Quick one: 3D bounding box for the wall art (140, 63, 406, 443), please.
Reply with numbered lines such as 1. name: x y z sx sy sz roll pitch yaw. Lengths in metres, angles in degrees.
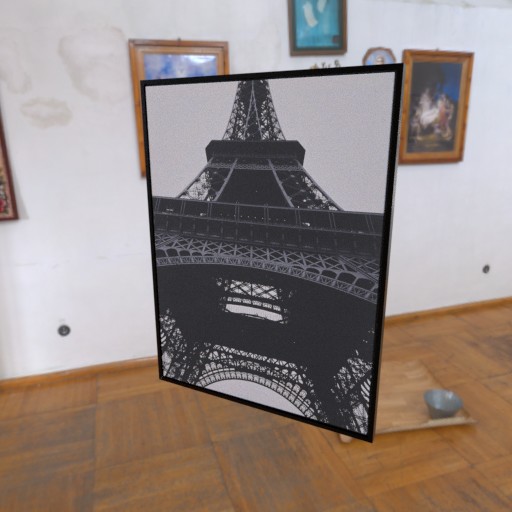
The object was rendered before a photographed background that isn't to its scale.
1. wall art: 0.000 0.000 1.385 0.805 1.062 0.040 8 17 26
